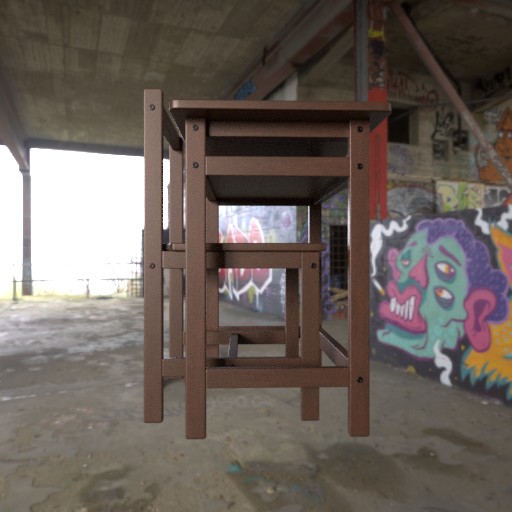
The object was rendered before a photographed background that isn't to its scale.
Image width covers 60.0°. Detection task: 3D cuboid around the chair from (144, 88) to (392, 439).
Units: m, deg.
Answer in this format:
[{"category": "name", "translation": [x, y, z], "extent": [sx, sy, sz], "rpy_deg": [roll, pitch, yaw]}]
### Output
[{"category": "chair", "translation": [0.000, 0.000, 1.065], "extent": [0.463, 0.673, 0.599], "rpy_deg": [0, 0, -2]}]
